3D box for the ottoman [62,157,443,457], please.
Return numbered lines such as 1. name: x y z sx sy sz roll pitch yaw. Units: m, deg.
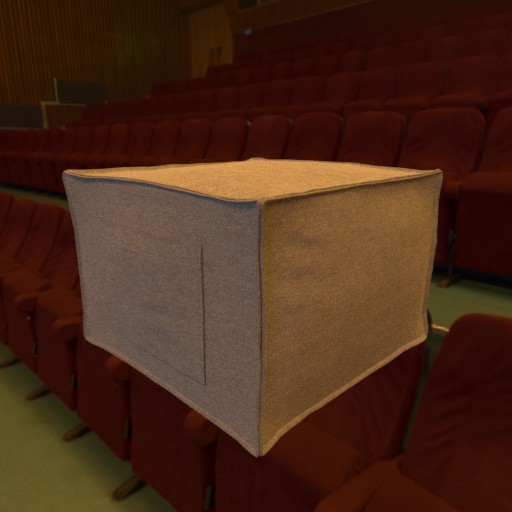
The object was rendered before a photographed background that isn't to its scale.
1. ottoman: 0.000 0.000 1.152 0.707 0.470 0.696 14 21 42
